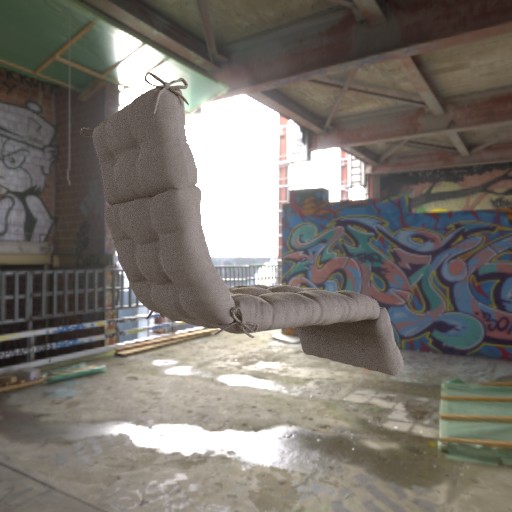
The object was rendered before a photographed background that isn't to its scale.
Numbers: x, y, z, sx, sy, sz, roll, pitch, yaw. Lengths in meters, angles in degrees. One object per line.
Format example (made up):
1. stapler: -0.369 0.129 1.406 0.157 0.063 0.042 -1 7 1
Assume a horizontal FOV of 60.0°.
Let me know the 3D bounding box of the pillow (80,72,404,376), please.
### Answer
1. pillow: 0.000 0.000 1.503 1.016 0.863 0.526 0 0 -38
